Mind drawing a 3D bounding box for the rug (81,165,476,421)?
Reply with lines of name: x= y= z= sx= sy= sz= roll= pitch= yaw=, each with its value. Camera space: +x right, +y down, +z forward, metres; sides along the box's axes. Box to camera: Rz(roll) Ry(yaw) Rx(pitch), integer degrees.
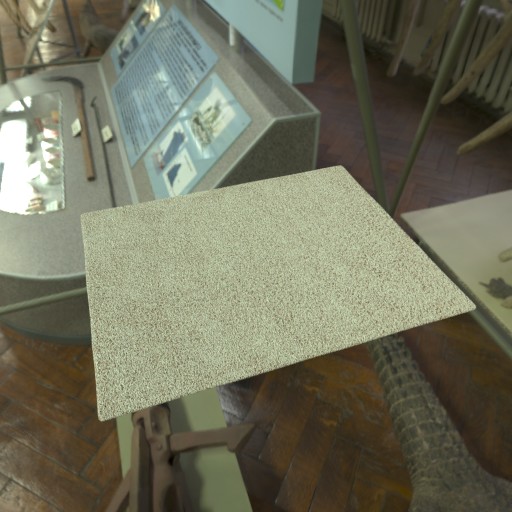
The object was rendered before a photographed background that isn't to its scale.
rug: x=0.000 y=0.000 z=4.160 sx=3.047 sy=0.029 sz=2.438 roll=-13 pitch=43 yaw=-14
